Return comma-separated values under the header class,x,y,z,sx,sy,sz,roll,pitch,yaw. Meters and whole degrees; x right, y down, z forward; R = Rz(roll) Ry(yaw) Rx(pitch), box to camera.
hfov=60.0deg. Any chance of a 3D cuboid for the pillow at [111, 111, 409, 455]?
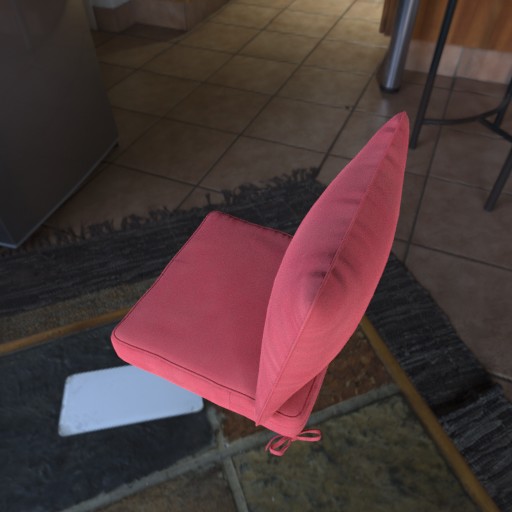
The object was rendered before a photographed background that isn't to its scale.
class,x,y,z,sx,sy,sz,roll,pitch,yaw
pillow,0.000,0.000,1.337,0.733,0.725,0.798,19,50,17
